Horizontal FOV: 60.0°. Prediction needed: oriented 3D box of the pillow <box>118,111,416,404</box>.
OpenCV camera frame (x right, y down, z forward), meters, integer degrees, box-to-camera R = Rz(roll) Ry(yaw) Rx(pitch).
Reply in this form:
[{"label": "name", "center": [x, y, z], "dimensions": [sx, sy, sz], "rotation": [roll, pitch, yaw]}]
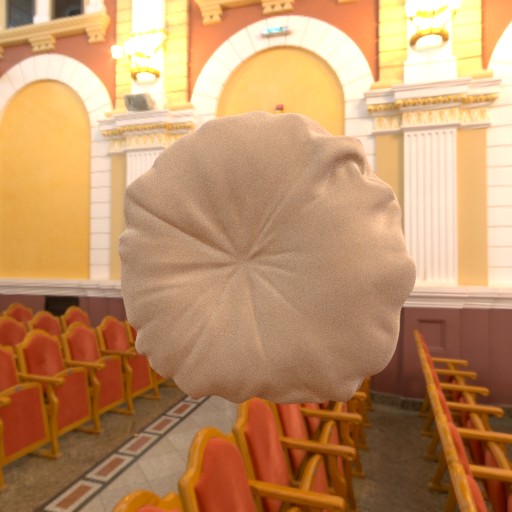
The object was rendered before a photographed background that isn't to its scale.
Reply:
[{"label": "pillow", "center": [0.000, 0.000, 0.633], "dimensions": [0.428, 0.407, 0.148], "rotation": [0, 0, 17]}]
